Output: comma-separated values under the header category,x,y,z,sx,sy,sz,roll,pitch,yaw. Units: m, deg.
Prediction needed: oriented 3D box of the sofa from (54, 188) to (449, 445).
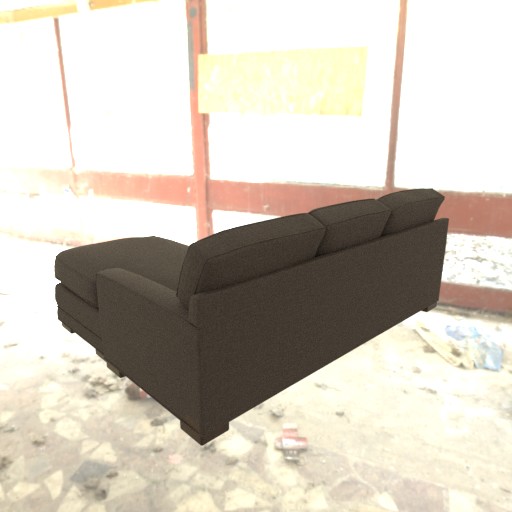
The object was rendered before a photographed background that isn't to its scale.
category,x,y,z,sx,sy,sz,roll,pitch,yaw
sofa,0.000,0.000,3.267,2.370,0.973,1.790,-15,22,-41
